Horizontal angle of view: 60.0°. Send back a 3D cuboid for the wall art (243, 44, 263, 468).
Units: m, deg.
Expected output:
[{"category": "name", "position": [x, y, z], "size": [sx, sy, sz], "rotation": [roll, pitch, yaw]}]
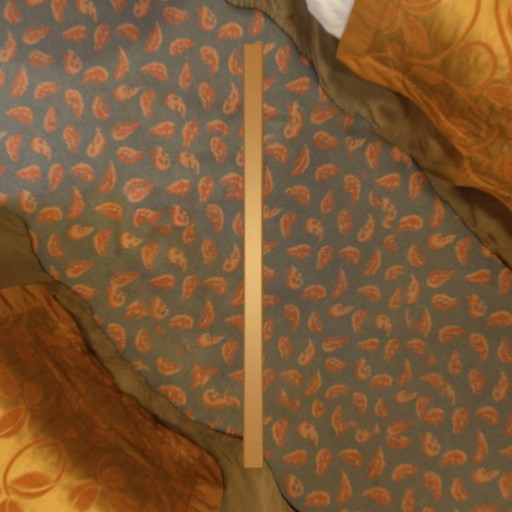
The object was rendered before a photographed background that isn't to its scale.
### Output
[{"category": "wall art", "position": [0.000, 0.000, 0.512], "size": [0.015, 0.379, 0.310], "rotation": [0, 90, 1]}]
